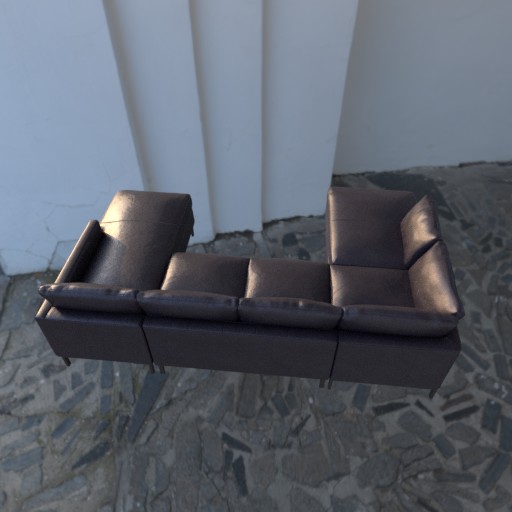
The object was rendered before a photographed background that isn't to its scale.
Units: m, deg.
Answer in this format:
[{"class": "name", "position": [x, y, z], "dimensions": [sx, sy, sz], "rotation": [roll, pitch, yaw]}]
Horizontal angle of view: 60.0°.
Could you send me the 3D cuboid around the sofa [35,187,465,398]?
[{"class": "sofa", "position": [0.000, 0.000, 3.811], "dimensions": [2.956, 0.900, 1.939], "rotation": [4, 45, 4]}]
